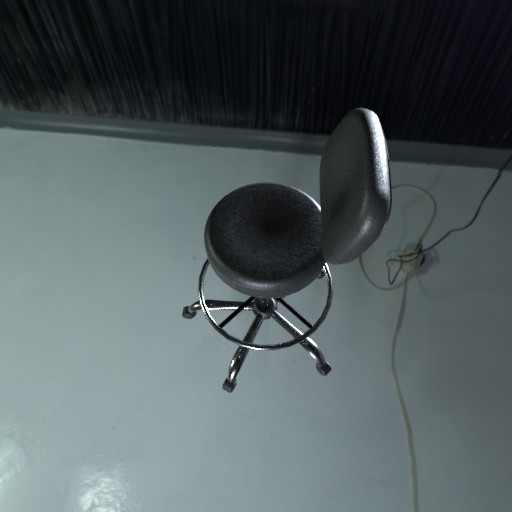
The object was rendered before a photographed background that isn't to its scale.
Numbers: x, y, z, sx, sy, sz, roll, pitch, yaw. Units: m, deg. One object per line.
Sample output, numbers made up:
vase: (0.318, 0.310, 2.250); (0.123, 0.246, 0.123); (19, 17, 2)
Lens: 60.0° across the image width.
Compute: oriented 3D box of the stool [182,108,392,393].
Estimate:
stool: (0.000, 0.000, 1.539); (0.658, 1.069, 0.694); (2, 59, 1)
